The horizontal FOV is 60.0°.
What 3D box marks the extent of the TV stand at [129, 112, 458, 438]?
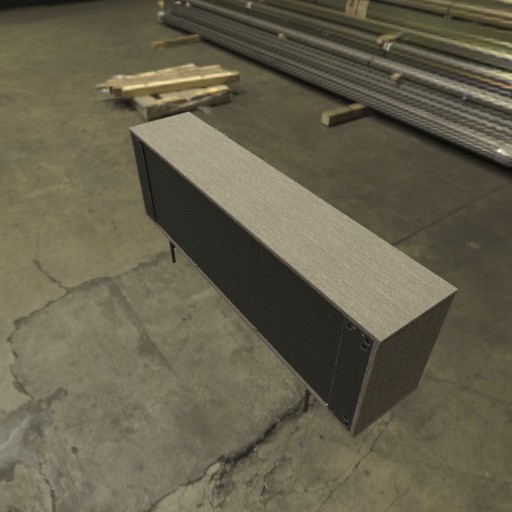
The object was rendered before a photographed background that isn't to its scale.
[{"bbox_3d":[0.000,0.000,2.194,0.405,0.787,1.804,-25,46,-26],"label":"TV stand"}]
